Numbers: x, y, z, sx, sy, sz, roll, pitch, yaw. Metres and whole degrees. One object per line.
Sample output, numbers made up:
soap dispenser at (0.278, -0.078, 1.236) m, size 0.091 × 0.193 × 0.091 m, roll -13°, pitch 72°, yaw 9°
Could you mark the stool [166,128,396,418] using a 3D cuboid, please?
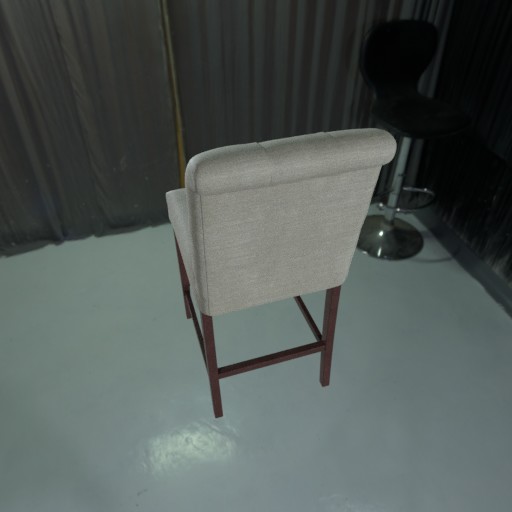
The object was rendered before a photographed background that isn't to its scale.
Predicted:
stool at (0.000, 0.000, 1.488) m, size 0.486 × 1.084 × 0.660 m, roll -12°, pitch 42°, yaw -14°
